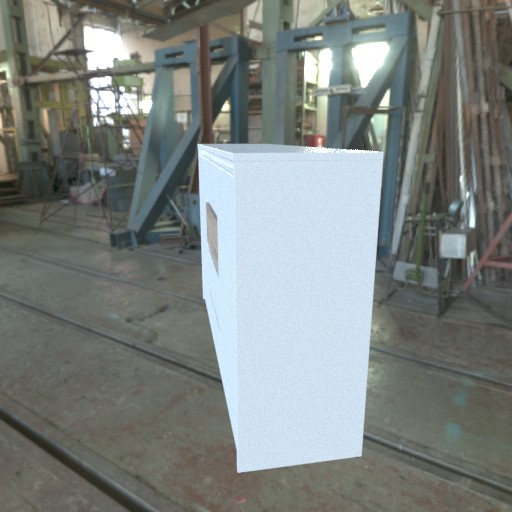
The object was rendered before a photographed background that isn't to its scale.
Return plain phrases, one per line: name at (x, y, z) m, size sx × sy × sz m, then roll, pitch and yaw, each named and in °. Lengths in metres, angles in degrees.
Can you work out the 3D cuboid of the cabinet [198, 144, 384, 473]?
cabinet at (0.000, 0.000, 1.877) m, size 0.380 × 0.900 × 1.450 m, roll -3°, pitch 15°, yaw -10°
